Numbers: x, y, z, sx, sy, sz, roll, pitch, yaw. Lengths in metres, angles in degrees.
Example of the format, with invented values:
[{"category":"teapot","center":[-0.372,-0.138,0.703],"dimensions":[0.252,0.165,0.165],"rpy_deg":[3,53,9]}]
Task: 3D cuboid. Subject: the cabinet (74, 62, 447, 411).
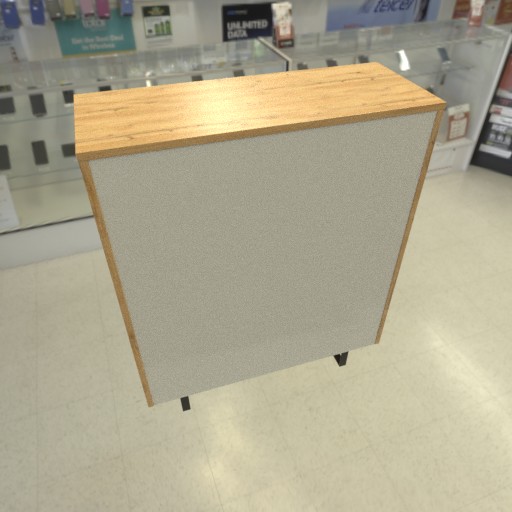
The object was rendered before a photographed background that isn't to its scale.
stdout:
[{"category":"cabinet","center":[0.000,0.000,1.943],"dimensions":[1.168,1.397,0.473],"rpy_deg":[-12,41,-14]}]
